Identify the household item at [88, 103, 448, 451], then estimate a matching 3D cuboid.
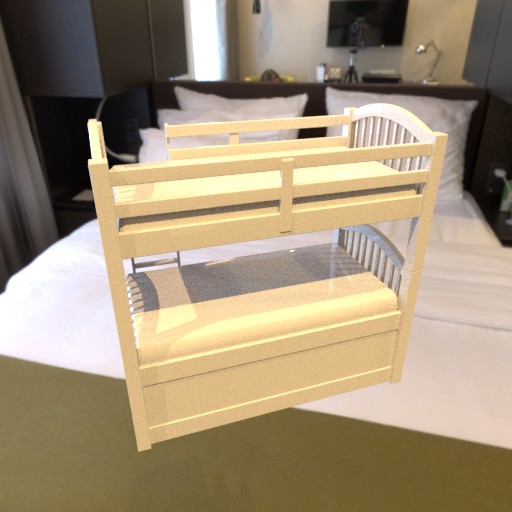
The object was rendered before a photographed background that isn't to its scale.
[{"bbox_3d":[0.000,0.000,3.246,2.032,2.032,1.143,-9,28,-17],"label":"household item"}]
